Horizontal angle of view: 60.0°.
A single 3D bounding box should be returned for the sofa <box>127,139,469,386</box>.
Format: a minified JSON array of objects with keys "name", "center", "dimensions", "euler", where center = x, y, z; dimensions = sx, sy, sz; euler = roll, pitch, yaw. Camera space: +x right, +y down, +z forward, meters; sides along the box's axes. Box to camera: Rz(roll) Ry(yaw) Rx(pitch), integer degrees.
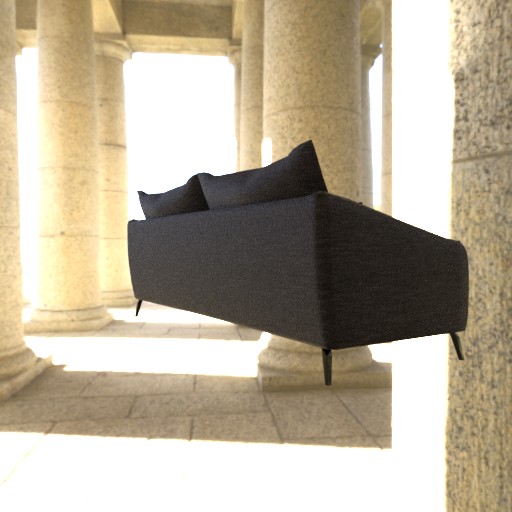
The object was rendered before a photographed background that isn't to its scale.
[{"name":"sofa","center":[0.000,0.000,2.438],"dimensions":[0.807,0.843,2.019],"euler":[-1,1,-35]}]
